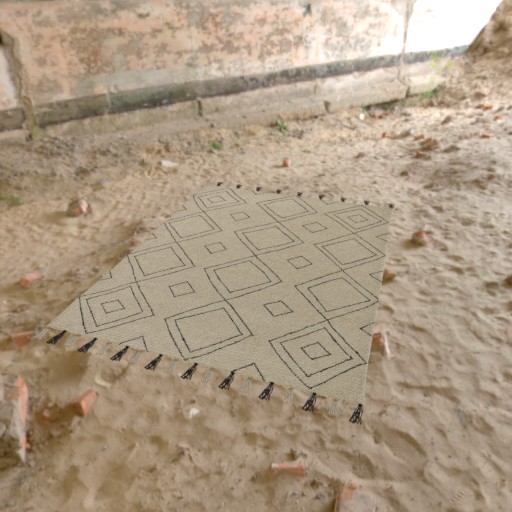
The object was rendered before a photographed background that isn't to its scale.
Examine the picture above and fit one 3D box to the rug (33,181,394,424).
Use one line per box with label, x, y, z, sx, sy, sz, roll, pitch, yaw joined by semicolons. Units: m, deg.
rug;0.000;0.000;4.183;2.342;0.026;3.221;10;33;16
